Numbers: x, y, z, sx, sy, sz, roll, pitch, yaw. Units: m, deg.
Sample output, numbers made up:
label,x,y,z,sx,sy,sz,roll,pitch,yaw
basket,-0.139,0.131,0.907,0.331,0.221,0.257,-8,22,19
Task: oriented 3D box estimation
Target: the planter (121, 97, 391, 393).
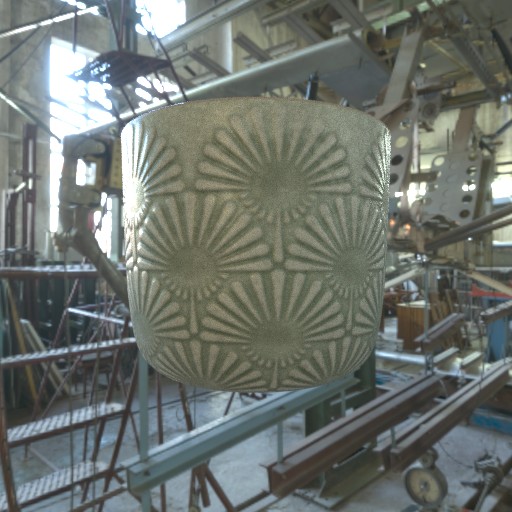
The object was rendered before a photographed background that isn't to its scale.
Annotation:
label,x,y,z,sx,sy,sz,roll,pitch,yaw
planter,0.000,0.000,0.213,0.124,0.109,0.124,0,0,0
